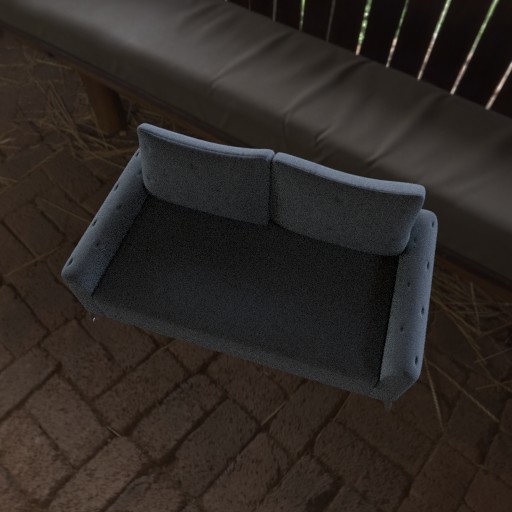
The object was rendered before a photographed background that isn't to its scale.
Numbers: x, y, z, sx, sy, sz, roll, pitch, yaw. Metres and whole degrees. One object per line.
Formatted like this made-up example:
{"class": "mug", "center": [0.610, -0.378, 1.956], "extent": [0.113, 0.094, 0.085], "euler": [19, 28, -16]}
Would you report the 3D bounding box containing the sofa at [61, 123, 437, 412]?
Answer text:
{"class": "sofa", "center": [0.000, 0.000, 2.178], "extent": [1.650, 0.790, 0.920], "euler": [15, 59, 9]}
